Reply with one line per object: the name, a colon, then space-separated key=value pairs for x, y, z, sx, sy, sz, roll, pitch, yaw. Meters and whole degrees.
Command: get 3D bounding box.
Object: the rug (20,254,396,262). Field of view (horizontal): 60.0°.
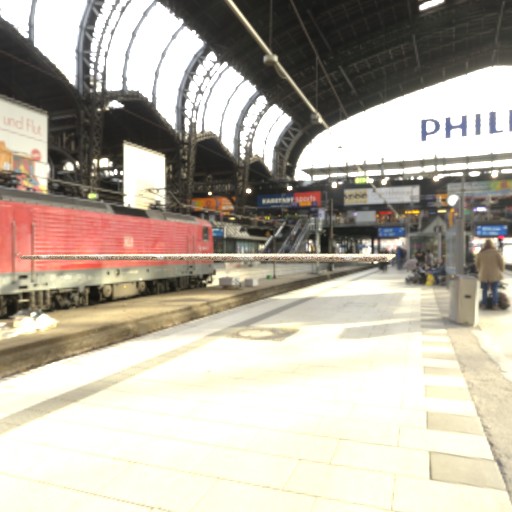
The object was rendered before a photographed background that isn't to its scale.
rug: x=0.000 y=0.000 z=4.107 sx=2.438 sy=0.029 sz=3.047 roll=0 pitch=1 yaw=18
